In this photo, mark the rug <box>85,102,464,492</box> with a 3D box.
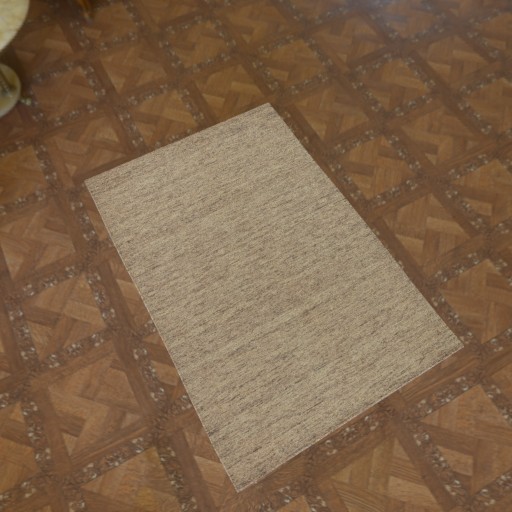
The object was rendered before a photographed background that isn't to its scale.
[{"bbox_3d":[0.000,0.000,2.910,1.547,0.013,2.283,-27,66,-13],"label":"rug"}]
